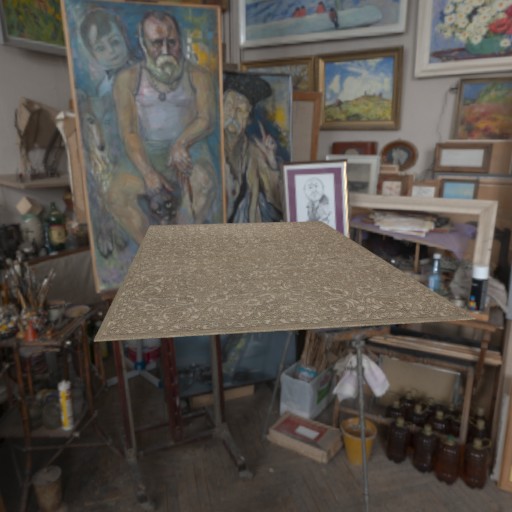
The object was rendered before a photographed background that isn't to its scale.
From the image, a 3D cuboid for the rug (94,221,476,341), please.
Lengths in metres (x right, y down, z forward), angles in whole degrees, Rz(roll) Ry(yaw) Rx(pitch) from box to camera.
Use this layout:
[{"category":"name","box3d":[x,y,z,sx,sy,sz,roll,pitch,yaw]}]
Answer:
[{"category":"rug","box3d":[0.000,0.000,2.266,1.221,0.006,1.827,-2,15,-8]}]
